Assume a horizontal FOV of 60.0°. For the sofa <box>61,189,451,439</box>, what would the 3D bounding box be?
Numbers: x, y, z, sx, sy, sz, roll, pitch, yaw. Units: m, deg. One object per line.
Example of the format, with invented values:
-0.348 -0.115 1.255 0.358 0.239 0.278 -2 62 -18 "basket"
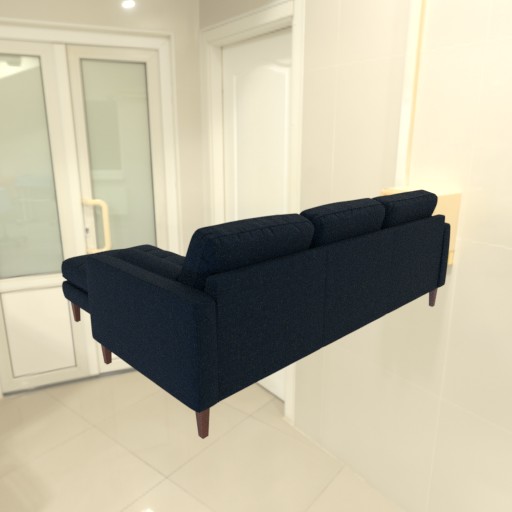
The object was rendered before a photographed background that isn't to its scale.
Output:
0.000 0.000 2.887 2.185 0.841 1.613 -14 21 -42 "sofa"
